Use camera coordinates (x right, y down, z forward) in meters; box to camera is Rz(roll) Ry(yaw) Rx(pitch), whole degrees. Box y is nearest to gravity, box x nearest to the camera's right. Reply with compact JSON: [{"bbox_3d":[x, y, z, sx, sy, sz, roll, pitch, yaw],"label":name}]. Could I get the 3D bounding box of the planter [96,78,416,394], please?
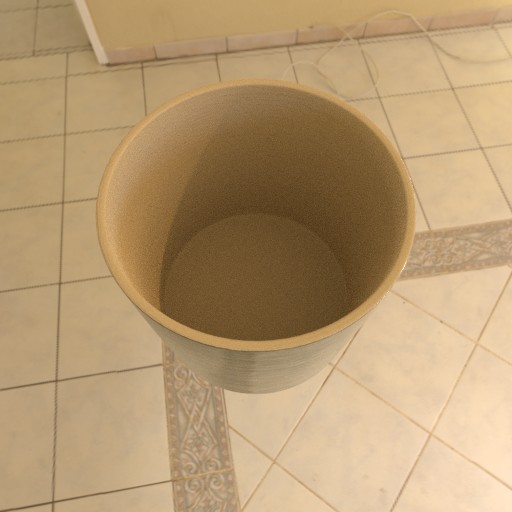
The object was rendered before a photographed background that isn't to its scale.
[{"bbox_3d":[0.000,0.000,0.400,0.221,0.201,0.221,0,64,0],"label":"planter"}]
